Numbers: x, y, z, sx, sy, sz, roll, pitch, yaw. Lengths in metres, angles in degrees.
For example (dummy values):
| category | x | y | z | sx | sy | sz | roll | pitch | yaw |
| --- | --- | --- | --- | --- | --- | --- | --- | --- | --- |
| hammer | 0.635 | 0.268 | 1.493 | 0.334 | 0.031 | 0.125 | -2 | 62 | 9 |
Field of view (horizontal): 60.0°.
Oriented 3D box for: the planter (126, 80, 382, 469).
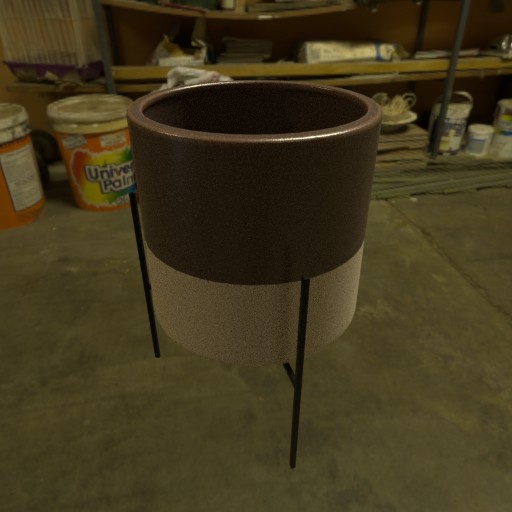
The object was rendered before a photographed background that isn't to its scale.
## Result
| category | x | y | z | sx | sy | sz | roll | pitch | yaw |
| --- | --- | --- | --- | --- | --- | --- | --- | --- | --- |
| planter | 0.000 | 0.000 | 0.516 | 0.250 | 0.353 | 0.260 | 21 | 37 | 30 |
